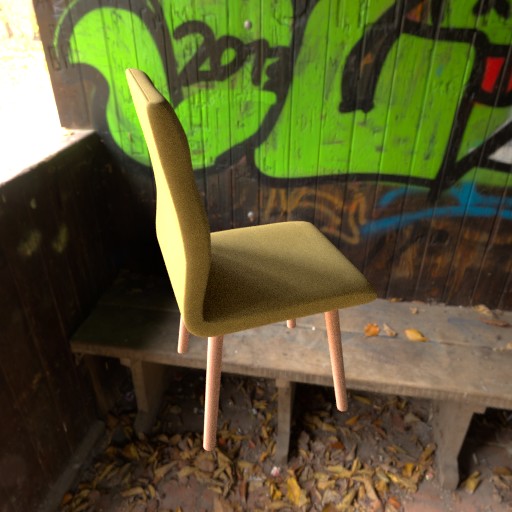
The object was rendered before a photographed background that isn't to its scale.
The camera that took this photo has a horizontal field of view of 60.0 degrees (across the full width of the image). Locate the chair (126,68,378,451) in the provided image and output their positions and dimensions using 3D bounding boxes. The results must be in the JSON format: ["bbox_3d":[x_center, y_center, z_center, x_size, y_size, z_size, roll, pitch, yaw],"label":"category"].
[{"bbox_3d":[0.000,0.000,1.264,0.550,0.965,0.450,-10,32,-16],"label":"chair"}]
